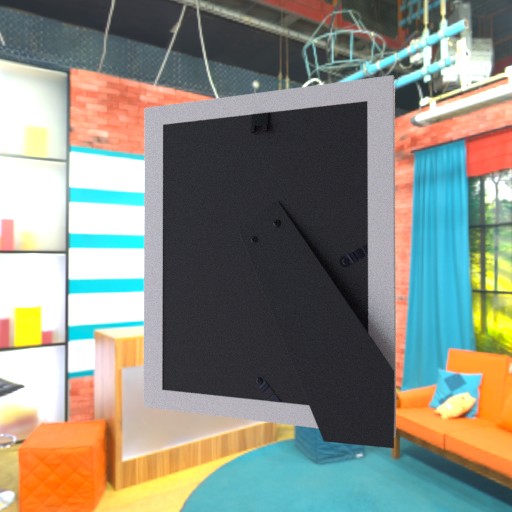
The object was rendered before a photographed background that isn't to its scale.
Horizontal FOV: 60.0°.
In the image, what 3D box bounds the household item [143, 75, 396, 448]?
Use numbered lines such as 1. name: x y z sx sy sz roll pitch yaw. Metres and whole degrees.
1. household item: 0.000 0.000 0.335 0.200 0.250 0.045 0 -1 19
